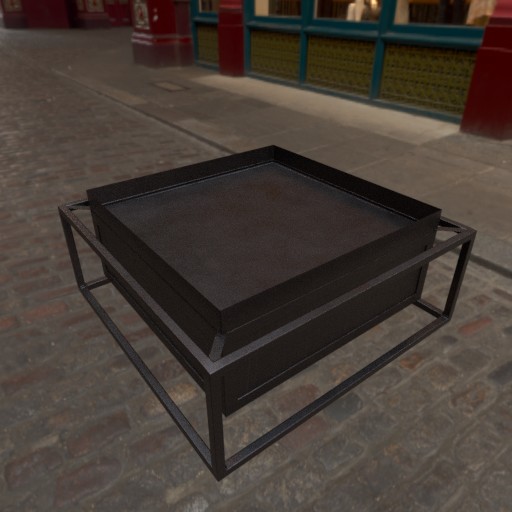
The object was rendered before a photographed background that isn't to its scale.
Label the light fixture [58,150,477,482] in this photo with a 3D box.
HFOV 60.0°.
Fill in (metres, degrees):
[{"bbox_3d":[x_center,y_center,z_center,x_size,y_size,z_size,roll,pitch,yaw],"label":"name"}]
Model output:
[{"bbox_3d":[0.000,0.000,0.688,0.441,0.191,0.441,-22,38,-31],"label":"light fixture"}]
